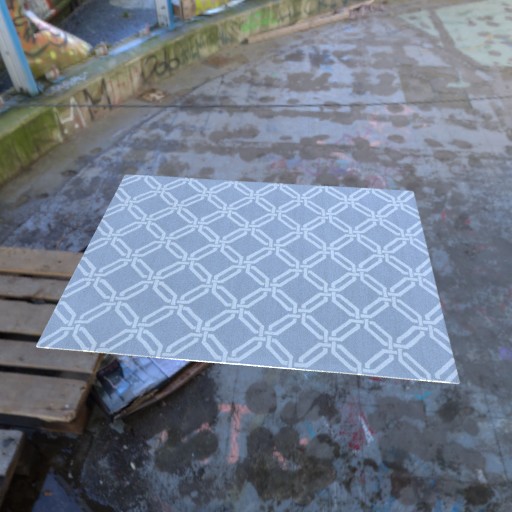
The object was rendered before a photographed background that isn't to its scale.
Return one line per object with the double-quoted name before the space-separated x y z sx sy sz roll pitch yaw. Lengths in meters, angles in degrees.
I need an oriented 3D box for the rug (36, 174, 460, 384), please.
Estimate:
"rug" 0.000 0.000 2.736 2.133 0.013 1.522 4 46 4
